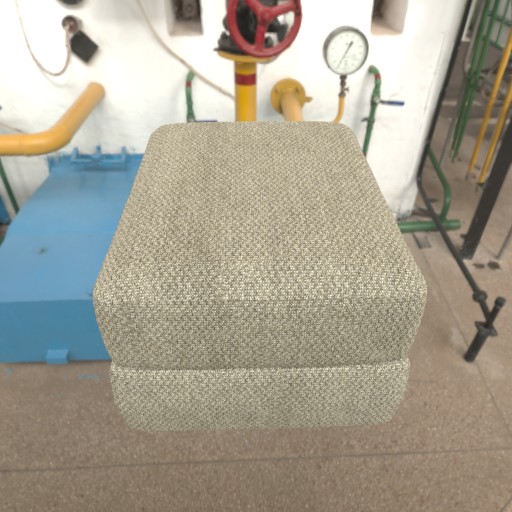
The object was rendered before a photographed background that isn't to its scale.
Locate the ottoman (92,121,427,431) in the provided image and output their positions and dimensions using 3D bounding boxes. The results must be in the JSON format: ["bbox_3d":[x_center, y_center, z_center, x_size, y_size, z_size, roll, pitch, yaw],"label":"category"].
[{"bbox_3d":[0.000,0.000,1.131,0.603,0.476,0.751,-1,39,-1],"label":"ottoman"}]
